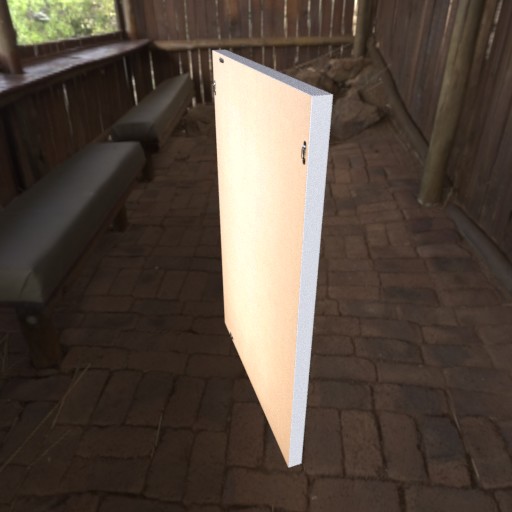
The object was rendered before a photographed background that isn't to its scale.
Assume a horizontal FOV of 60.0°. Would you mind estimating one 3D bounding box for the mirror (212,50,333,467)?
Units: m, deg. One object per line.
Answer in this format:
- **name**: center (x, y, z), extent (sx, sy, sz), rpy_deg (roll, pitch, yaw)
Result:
- **mirror**: center (0.000, 0.000, 1.152), extent (0.041, 0.914, 0.609), rpy_deg (-10, 33, -16)
